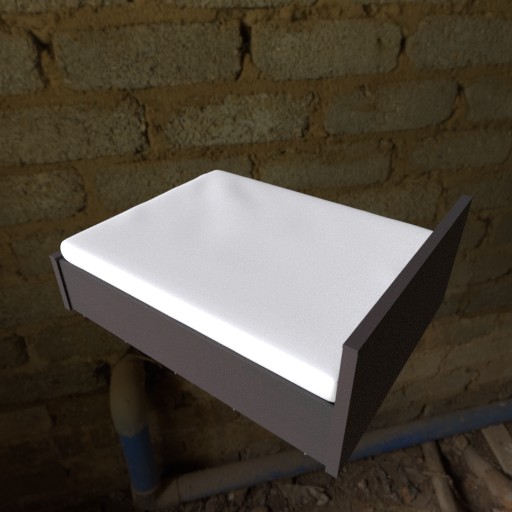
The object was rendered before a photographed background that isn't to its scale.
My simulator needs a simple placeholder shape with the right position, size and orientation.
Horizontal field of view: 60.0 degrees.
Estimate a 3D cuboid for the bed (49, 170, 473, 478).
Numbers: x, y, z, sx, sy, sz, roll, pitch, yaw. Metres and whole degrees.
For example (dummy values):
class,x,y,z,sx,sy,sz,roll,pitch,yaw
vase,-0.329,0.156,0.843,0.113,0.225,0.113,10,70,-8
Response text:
class,x,y,z,sx,sy,sz,roll,pitch,yaw
bed,0.000,0.000,2.899,2.103,0.808,1.634,21,38,30
